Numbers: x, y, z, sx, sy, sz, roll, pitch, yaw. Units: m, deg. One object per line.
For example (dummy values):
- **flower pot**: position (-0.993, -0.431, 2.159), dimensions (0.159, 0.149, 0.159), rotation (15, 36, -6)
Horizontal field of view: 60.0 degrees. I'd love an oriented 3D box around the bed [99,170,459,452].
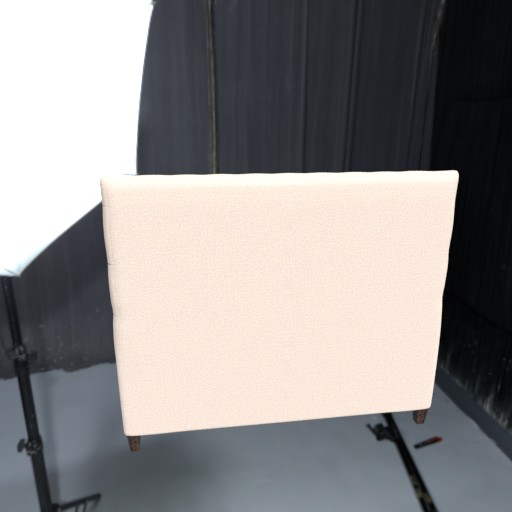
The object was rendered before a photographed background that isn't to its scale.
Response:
- **bed**: position (0.000, 0.000, 3.255), dimensions (1.696, 1.426, 2.233), rotation (-2, 17, -8)
